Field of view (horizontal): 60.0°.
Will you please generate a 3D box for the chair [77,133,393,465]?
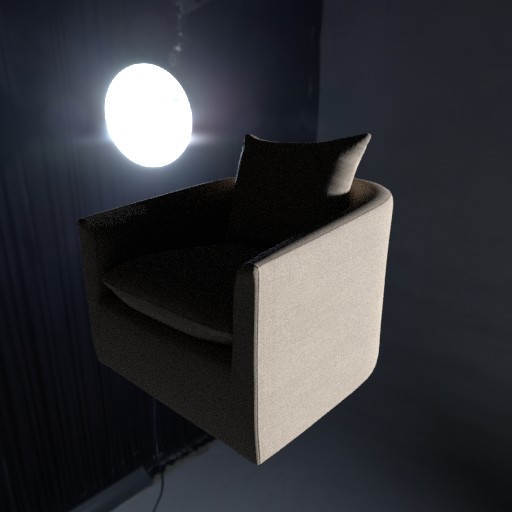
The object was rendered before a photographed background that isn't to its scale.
[{"bbox_3d":[0.000,0.000,1.591,0.845,0.848,0.910,14,21,41],"label":"chair"}]
